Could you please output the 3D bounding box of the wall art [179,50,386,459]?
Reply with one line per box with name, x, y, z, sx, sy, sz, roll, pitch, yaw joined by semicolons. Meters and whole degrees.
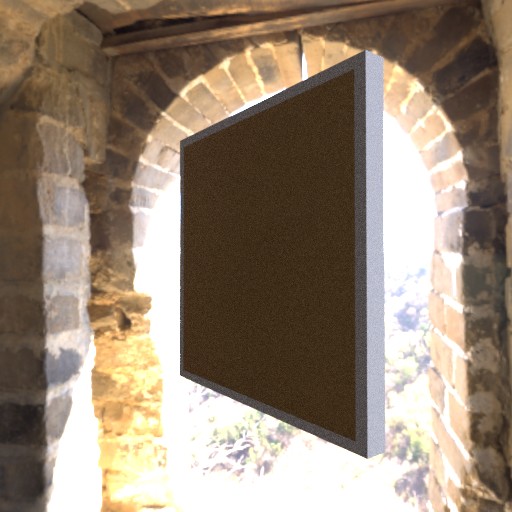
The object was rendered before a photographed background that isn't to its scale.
wall art;0.000;0.000;0.763;0.035;0.507;0.508;1;-1;-36
